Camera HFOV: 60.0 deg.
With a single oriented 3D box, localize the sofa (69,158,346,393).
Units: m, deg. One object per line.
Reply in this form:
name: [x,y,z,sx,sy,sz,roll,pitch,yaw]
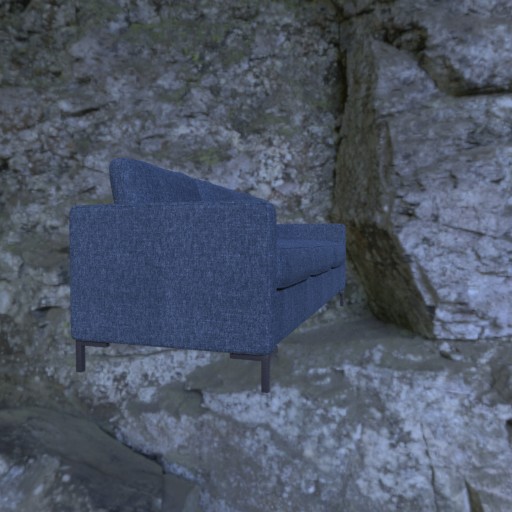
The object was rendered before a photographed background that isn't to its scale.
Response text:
sofa: [0.000,0.000,2.675,0.859,0.874,2.218,1,2,18]
